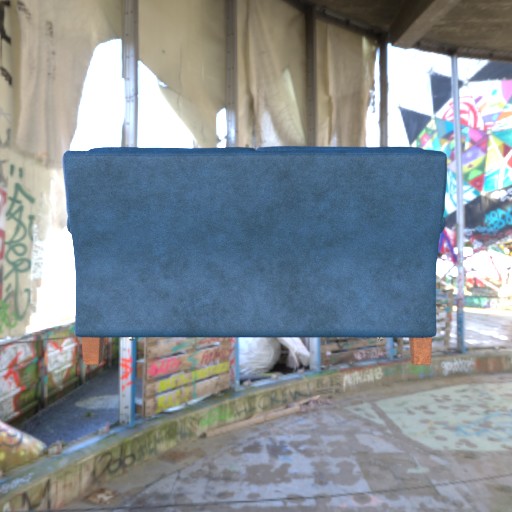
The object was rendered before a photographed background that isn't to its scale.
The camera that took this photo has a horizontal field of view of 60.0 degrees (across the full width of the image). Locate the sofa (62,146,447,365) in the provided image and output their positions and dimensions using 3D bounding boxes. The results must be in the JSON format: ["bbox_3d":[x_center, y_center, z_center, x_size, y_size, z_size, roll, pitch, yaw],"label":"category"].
[{"bbox_3d":[0.000,0.000,2.541,1.853,1.101,1.084,0,-2,0],"label":"sofa"}]
